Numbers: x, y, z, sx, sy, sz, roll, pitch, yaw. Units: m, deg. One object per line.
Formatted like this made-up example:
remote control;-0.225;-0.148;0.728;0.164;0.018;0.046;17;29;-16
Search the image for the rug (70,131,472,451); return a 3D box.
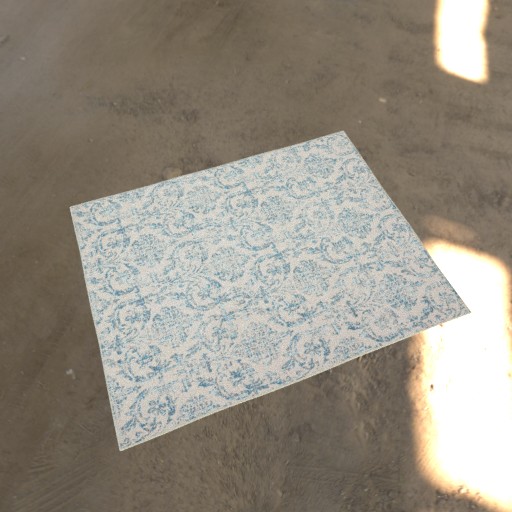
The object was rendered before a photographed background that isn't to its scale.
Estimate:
rug;0.000;0.000;4.019;2.980;0.012;2.363;-18;59;-11
